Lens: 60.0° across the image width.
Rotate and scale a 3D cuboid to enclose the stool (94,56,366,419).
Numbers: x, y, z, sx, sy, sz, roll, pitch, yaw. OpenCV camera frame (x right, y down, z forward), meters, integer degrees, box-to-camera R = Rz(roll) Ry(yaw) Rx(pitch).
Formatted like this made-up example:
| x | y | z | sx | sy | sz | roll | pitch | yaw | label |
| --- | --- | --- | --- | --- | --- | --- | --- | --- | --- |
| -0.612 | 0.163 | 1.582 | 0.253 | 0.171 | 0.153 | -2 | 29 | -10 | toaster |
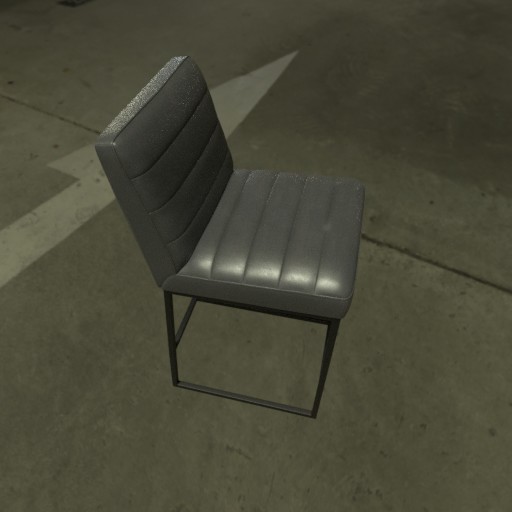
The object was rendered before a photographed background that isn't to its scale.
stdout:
| x | y | z | sx | sy | sz | roll | pitch | yaw | label |
| --- | --- | --- | --- | --- | --- | --- | --- | --- | --- |
| 0.000 | 0.000 | 1.276 | 0.552 | 0.938 | 0.457 | 10 | 46 | 10 | stool |
